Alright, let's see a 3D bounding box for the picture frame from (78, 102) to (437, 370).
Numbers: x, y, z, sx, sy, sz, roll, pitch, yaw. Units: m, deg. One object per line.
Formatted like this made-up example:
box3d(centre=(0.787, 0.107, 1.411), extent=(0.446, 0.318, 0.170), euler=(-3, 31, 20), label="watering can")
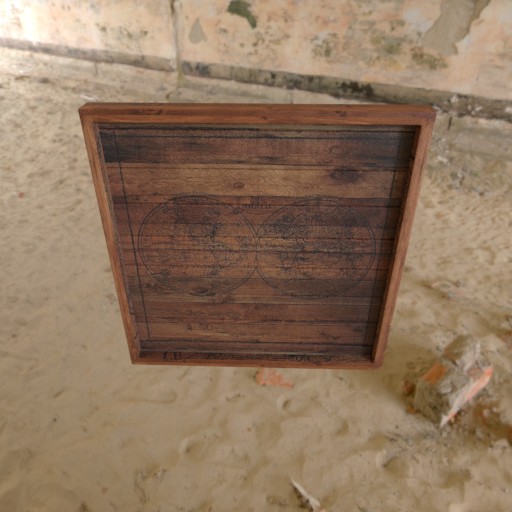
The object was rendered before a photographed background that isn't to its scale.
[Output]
box3d(centre=(0.000, 0.000, 0.540), extent=(0.352, 0.356, 0.028), euler=(1, 33, 2), label="picture frame")
